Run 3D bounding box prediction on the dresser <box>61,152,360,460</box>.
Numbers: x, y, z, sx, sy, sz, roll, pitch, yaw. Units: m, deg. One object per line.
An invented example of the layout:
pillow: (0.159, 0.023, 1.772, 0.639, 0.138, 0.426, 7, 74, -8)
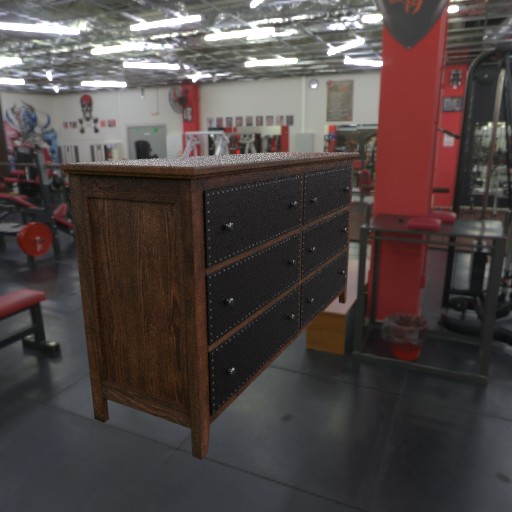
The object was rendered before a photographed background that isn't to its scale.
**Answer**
dresser: (0.000, 0.000, 1.944, 0.463, 0.856, 1.551, 7, 16, 26)
